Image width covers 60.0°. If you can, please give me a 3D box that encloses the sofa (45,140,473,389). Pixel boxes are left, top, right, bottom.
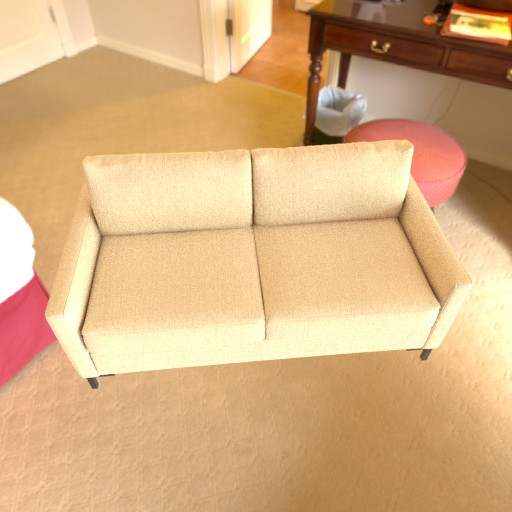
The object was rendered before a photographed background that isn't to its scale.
[{"bbox_3d":[0.000,0.000,2.045,1.651,0.812,0.839,-4,46,-4],"label":"sofa"}]
